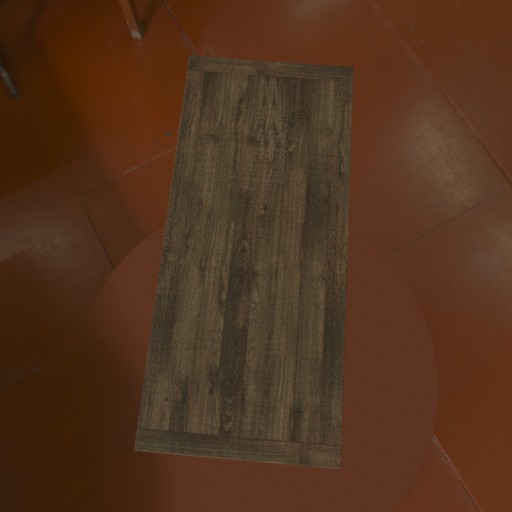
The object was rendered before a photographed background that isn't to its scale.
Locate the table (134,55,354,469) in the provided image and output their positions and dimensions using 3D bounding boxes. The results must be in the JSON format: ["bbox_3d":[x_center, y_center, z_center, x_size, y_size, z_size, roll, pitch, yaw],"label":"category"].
[{"bbox_3d":[0.000,0.000,2.540,0.907,0.733,2.031,5,76,1],"label":"table"}]
